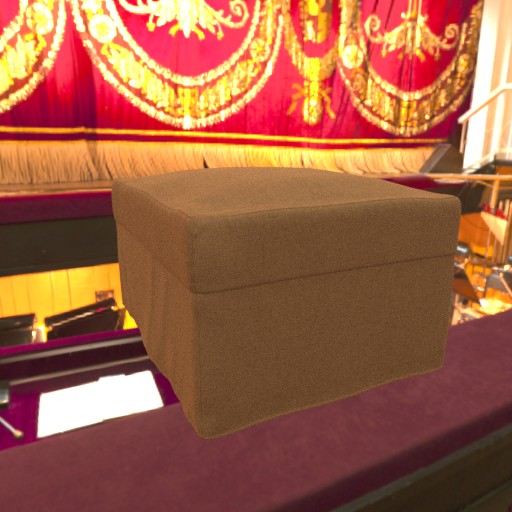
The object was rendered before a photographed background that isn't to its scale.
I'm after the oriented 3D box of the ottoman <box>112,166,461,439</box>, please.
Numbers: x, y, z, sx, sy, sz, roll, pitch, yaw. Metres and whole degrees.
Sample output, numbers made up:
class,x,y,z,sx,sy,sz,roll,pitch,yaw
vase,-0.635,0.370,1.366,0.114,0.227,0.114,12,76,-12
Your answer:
class,x,y,z,sx,sy,sz,roll,pitch,yaw
ottoman,0.000,0.000,1.254,0.650,0.485,0.833,-7,16,-25
